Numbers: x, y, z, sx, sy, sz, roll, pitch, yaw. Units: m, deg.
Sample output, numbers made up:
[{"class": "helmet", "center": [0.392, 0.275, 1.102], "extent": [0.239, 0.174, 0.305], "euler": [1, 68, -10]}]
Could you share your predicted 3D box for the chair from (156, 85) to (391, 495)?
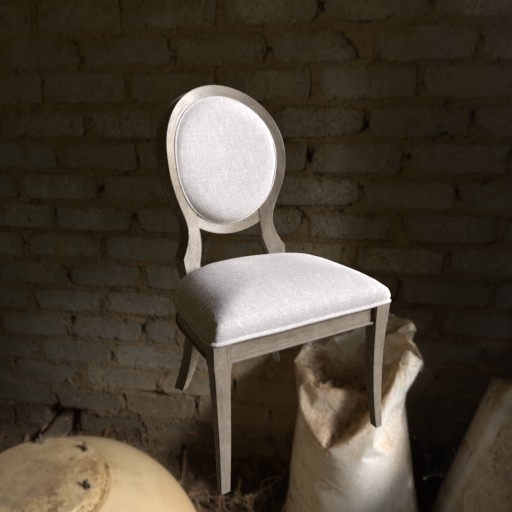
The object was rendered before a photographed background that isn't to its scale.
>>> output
[{"class": "chair", "center": [0.000, 0.000, 1.322], "extent": [0.558, 0.990, 0.602], "euler": [-9, 19, -28]}]
